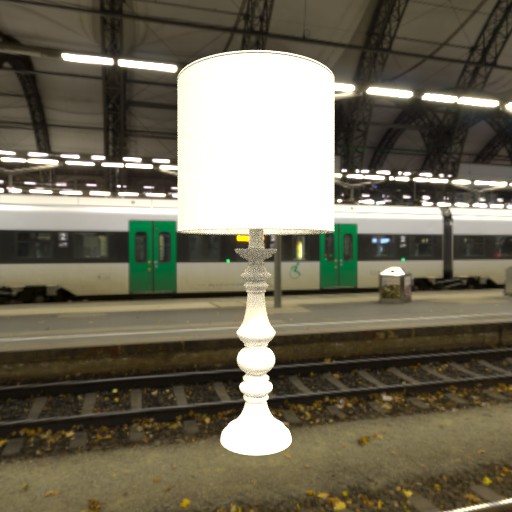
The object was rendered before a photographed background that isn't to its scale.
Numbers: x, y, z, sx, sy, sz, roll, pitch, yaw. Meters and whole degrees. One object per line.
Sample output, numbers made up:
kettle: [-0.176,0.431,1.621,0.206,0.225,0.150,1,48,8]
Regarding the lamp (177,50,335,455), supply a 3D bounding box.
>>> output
lamp: [0.000,0.000,0.719,0.250,0.597,0.250,-1,1,-37]
